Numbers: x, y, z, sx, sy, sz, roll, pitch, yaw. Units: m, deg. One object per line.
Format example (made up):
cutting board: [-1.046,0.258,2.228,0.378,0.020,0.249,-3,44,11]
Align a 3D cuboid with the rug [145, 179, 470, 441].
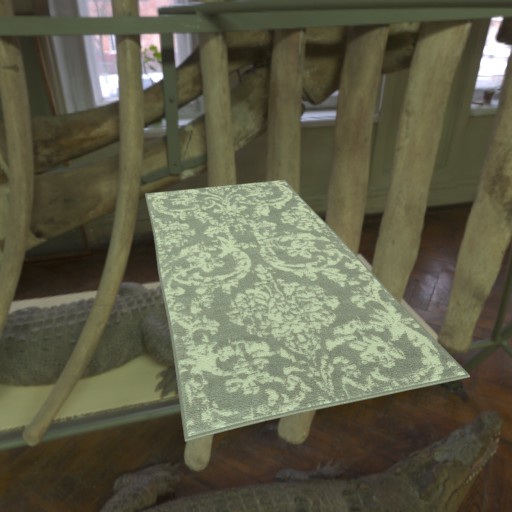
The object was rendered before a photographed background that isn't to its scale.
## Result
rug: [0.000,0.000,1.375,0.604,0.007,1.219,-8,31,-13]
